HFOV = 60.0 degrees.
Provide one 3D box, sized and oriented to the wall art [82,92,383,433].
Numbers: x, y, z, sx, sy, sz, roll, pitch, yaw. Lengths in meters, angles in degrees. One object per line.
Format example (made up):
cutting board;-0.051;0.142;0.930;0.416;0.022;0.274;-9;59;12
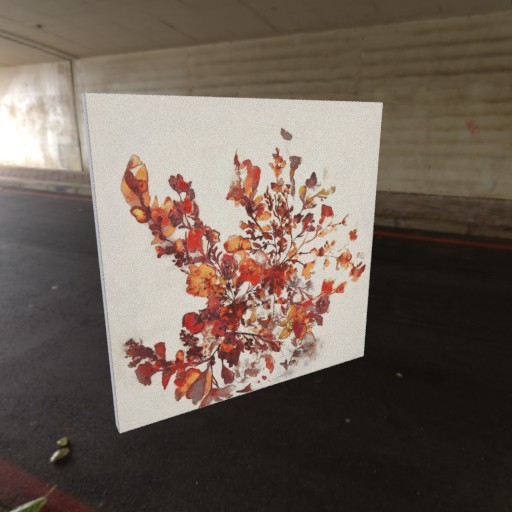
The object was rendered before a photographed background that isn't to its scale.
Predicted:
wall art;0.000;0.000;1.507;1.009;1.009;0.049;-9;19;-28
